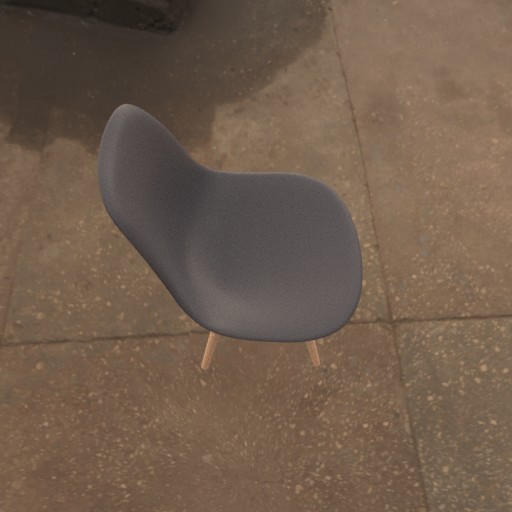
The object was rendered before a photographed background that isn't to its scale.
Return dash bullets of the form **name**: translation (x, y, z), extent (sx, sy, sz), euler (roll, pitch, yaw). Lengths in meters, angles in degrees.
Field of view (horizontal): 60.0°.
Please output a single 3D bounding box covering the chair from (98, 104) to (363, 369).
- **chair**: translation (0.000, 0.000, 1.123), extent (0.533, 0.826, 0.470), euler (-1, 63, 0)
